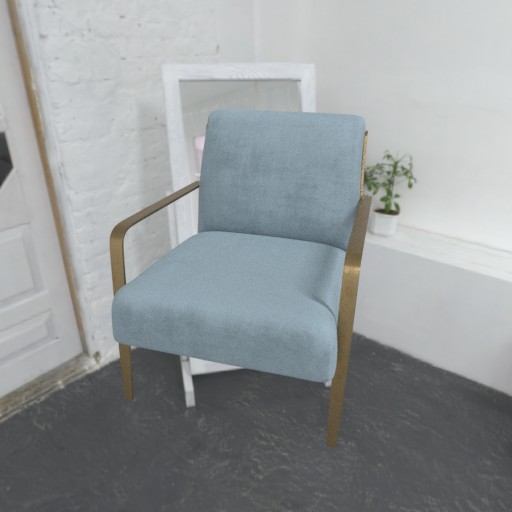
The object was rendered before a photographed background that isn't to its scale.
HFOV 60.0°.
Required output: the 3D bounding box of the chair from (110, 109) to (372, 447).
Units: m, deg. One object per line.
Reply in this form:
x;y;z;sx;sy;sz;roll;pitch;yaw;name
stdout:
0.000;0.000;1.497;0.701;0.824;0.842;7;28;14;chair
